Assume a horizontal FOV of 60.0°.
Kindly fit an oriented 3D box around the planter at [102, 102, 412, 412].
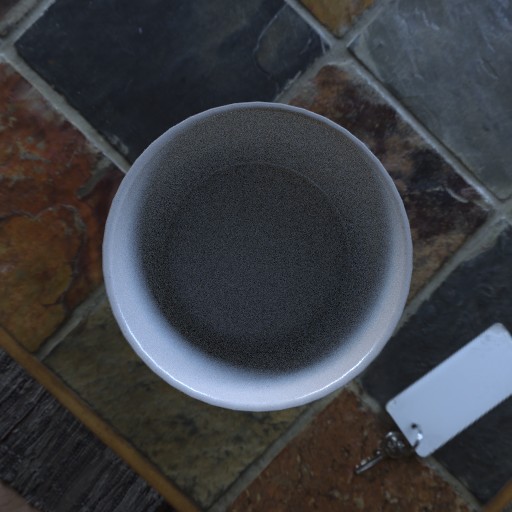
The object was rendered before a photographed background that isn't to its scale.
[{"bbox_3d":[0.000,0.000,0.525,0.249,0.343,0.249,0,90,-1],"label":"planter"}]
